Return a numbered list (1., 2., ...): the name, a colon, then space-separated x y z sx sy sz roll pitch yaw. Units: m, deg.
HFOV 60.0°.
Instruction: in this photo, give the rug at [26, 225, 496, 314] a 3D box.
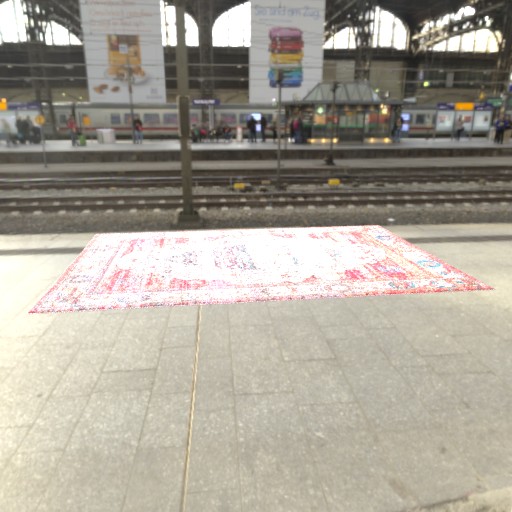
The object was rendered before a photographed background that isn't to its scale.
1. rug: 0.000 0.000 2.281 1.829 0.006 1.219 -2 17 -7
